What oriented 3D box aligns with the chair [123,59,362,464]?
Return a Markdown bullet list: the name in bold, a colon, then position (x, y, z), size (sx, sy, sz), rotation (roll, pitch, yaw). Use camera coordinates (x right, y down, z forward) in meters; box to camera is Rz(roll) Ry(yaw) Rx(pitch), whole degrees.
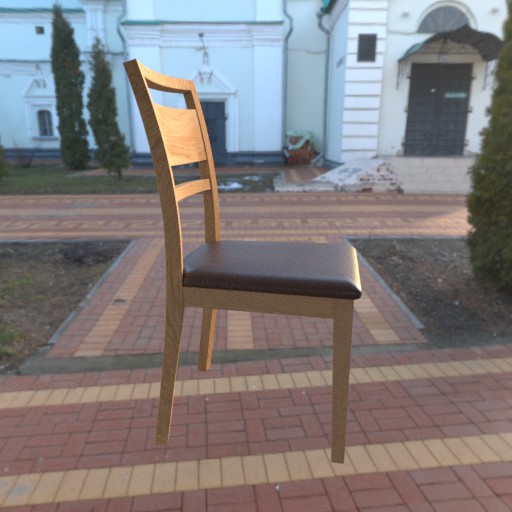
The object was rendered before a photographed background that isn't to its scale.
- **chair**: position (0.000, 0.000, 1.199), size (0.545, 0.940, 0.420), rotation (3, 15, 10)
